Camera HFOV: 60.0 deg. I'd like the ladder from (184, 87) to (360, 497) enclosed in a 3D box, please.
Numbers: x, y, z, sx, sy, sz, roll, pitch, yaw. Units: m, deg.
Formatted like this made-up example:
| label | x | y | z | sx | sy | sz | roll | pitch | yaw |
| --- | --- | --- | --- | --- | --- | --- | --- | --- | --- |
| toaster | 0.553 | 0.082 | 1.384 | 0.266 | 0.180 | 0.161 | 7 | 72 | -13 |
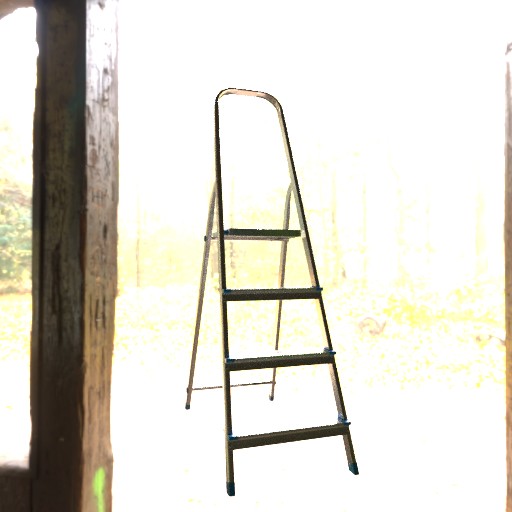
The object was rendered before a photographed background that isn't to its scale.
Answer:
| label | x | y | z | sx | sy | sz | roll | pitch | yaw |
| --- | --- | --- | --- | --- | --- | --- | --- | --- | --- |
| ladder | 0.000 | 0.000 | 1.784 | 0.445 | 1.434 | 0.842 | 0 | -1 | -18 |
